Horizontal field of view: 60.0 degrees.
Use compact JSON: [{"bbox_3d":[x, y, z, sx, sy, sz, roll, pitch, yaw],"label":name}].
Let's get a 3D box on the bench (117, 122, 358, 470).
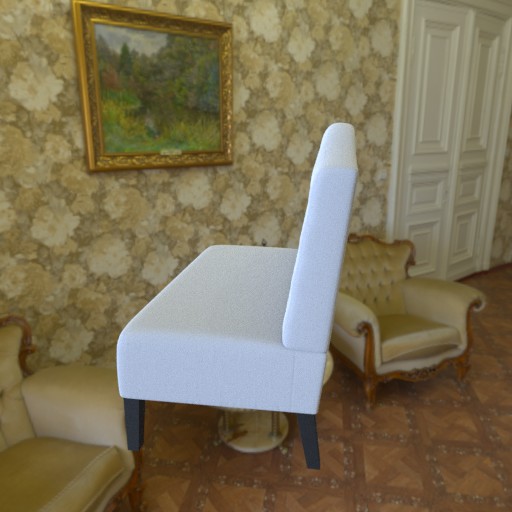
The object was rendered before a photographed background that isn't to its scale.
[{"bbox_3d":[0.000,0.000,2.058,0.815,1.180,1.335,2,15,8],"label":"bench"}]
